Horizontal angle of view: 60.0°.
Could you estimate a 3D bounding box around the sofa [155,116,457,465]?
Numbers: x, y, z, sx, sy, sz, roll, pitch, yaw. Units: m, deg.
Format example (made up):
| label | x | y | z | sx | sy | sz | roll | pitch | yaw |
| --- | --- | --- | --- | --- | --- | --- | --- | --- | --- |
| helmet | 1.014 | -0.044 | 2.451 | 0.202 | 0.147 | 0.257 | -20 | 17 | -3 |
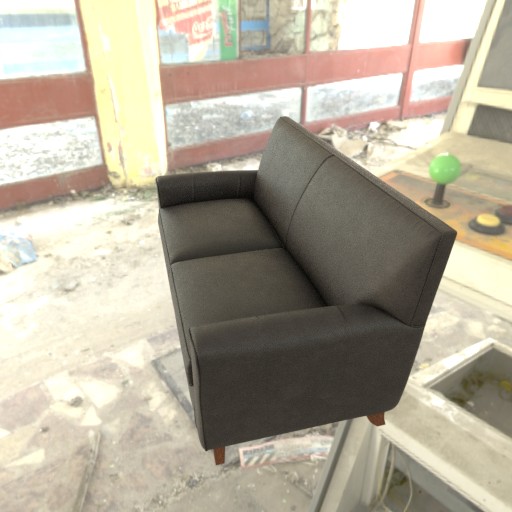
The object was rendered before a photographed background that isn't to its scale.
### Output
| label | x | y | z | sx | sy | sz | roll | pitch | yaw |
| --- | --- | --- | --- | --- | --- | --- | --- | --- | --- |
| sofa | 0.000 | 0.000 | 1.980 | 0.787 | 0.871 | 1.473 | -8 | 31 | -13 |
